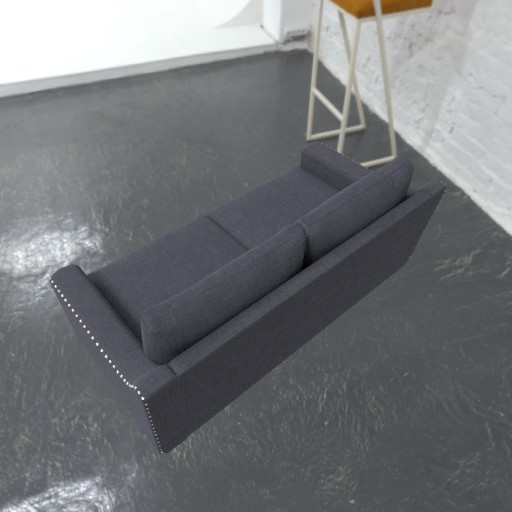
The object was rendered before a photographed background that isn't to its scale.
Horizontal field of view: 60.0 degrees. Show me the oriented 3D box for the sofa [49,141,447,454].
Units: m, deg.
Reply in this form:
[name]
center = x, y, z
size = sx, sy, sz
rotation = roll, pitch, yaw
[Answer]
[sofa]
center = 0.000, 0.000, 3.276
size = 2.550, 1.196, 1.336
rotation = -32, 54, -27
